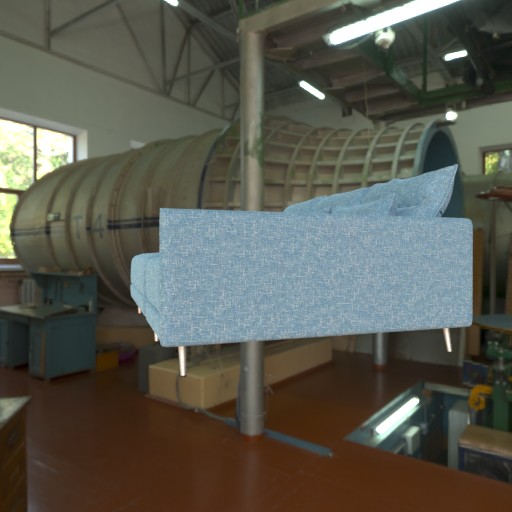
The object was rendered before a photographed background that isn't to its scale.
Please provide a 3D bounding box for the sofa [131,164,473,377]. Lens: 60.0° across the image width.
[{"bbox_3d":[0.000,0.000,2.762,1.420,0.899,2.034,0,0,-19],"label":"sofa"}]
